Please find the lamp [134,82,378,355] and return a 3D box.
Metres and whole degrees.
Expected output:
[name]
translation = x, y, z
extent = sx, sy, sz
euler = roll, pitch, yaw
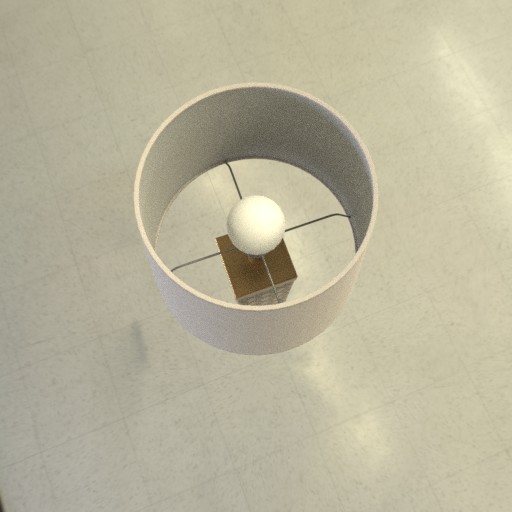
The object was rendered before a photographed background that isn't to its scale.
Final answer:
[lamp]
translation = 0.000, 0.000, 0.569
extent = 0.251, 0.435, 0.251
euler = 0, 75, 0
